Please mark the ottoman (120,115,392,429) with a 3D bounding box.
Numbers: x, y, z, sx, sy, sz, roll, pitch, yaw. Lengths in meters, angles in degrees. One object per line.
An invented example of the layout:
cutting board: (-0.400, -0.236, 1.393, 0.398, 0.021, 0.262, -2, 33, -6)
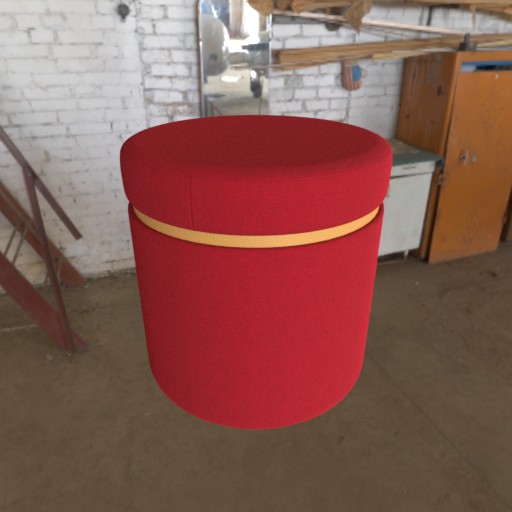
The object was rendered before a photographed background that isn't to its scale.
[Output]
ottoman: (0.000, 0.000, 0.754, 0.400, 0.406, 0.400, 0, 27, 0)
